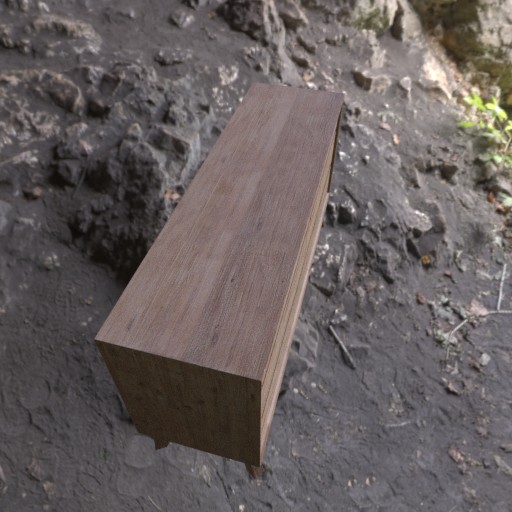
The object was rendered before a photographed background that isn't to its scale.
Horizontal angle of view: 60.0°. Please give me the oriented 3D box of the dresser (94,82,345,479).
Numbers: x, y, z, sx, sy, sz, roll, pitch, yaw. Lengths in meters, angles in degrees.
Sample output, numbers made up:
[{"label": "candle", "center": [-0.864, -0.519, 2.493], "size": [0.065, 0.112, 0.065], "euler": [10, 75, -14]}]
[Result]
[{"label": "dresser", "center": [0.000, 0.000, 1.927], "size": [0.455, 0.805, 1.554], "euler": [11, 47, 11]}]
